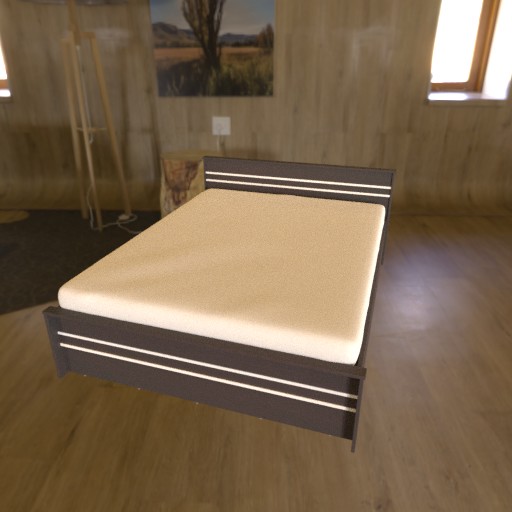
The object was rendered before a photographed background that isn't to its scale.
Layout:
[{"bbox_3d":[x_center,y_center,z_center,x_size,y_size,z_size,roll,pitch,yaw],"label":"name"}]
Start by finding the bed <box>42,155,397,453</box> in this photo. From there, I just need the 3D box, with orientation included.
[{"bbox_3d":[0.000,0.000,2.972,1.634,0.808,2.103,8,26,16],"label":"bed"}]
